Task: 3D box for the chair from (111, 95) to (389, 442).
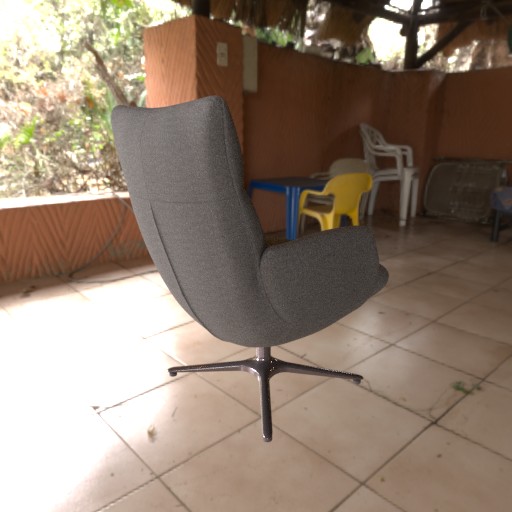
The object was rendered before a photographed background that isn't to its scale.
[{"bbox_3d":[0.000,0.000,1.538,0.831,0.984,0.702,-14,21,-41],"label":"chair"}]
